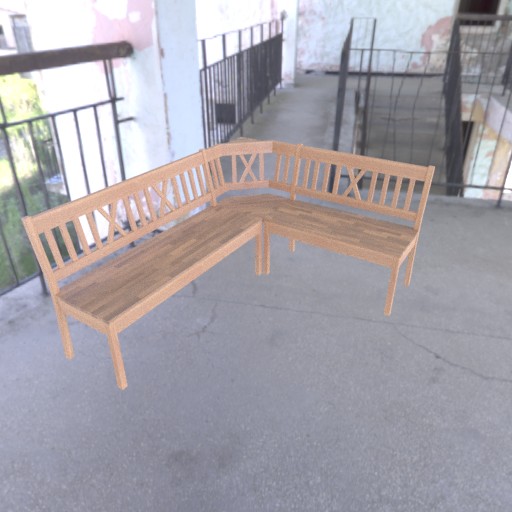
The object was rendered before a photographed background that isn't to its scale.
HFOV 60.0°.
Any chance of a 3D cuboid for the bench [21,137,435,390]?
[{"bbox_3d":[0.000,0.000,2.774,1.537,0.902,1.937,18,34,28],"label":"bench"}]
